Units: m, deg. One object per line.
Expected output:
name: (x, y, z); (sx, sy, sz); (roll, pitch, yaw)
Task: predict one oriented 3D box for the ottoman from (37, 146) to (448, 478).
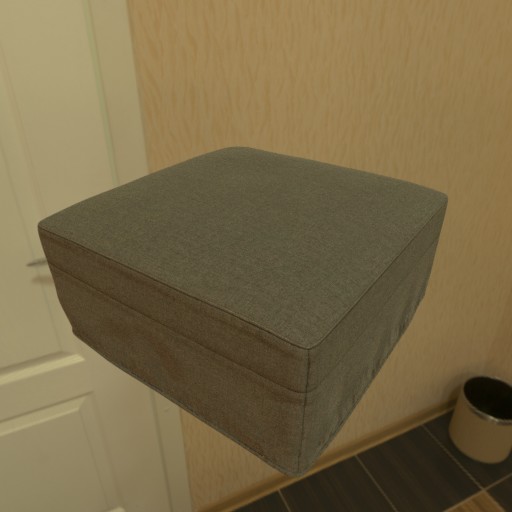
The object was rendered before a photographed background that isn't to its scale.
ottoman: (0.000, 0.000, 1.301); (0.840, 0.436, 0.843); (20, 36, 30)
